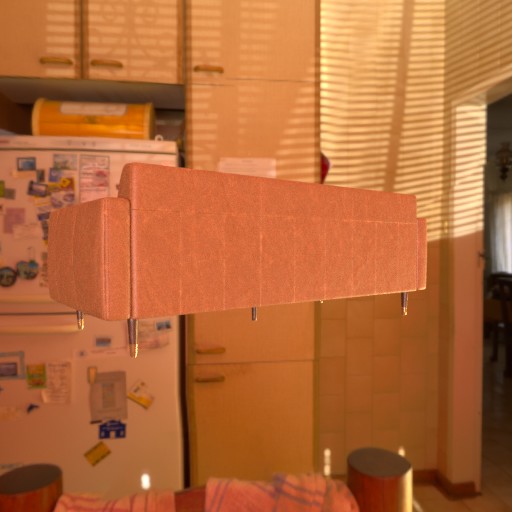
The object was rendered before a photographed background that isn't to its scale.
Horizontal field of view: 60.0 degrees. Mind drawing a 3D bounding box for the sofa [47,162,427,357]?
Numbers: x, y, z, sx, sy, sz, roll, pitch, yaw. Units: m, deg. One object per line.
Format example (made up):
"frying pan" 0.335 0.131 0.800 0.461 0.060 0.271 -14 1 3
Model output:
"sofa" 0.000 0.000 2.782 2.291 0.821 0.990 -1 2 -37
